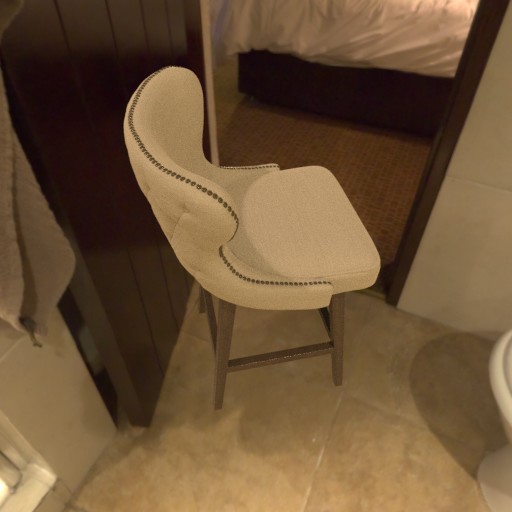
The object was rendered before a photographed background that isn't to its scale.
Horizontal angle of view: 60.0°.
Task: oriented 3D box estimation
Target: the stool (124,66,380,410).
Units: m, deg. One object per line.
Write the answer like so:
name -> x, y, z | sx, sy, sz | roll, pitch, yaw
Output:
stool -> 0.000, 0.000, 1.344 | 0.597, 0.972, 0.615 | -9, 46, -9
